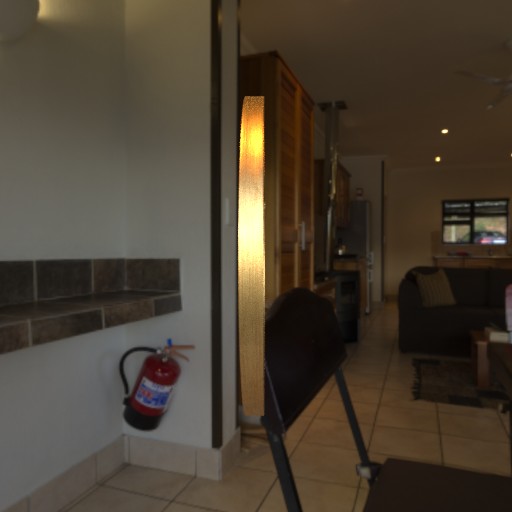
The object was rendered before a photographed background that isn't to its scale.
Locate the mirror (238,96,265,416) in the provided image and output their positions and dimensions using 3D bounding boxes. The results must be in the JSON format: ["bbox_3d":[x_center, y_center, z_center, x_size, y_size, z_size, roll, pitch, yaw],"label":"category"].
[{"bbox_3d":[0.000,0.000,0.834,0.032,0.565,0.565,0,0,1],"label":"mirror"}]
